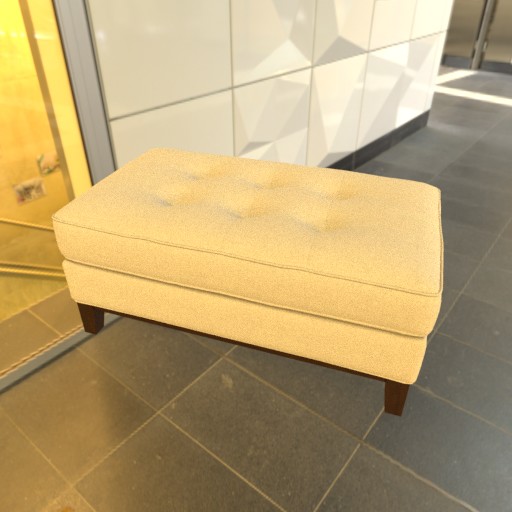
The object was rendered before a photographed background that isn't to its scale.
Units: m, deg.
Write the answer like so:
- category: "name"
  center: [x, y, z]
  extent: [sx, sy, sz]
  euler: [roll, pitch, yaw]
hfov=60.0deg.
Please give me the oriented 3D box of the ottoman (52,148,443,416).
- category: "ottoman"
  center: [0.000, 0.000, 1.528]
  extent: [1.143, 0.508, 0.648]
  euler: [11, 34, 16]
